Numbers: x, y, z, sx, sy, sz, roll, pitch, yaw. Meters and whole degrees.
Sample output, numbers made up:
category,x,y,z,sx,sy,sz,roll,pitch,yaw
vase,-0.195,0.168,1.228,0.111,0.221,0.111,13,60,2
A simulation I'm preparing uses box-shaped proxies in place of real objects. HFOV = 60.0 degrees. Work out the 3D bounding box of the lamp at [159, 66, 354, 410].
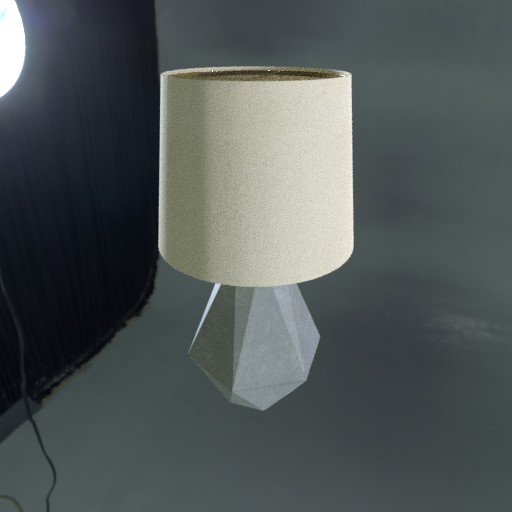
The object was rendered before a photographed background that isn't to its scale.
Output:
category,x,y,z,sx,sy,sz,roll,pitch,yaw
lamp,0.000,0.000,0.653,0.276,0.501,0.276,0,27,0
